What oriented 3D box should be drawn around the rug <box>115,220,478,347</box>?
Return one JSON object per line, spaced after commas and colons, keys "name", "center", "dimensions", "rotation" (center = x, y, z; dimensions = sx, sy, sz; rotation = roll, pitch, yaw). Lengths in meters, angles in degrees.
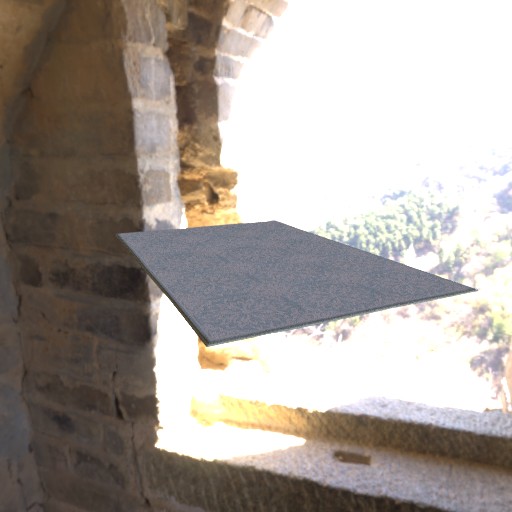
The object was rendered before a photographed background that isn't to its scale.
{"name": "rug", "center": [0.000, 0.000, 3.622], "dimensions": [1.819, 0.018, 2.746], "rotation": [-7, 16, -25]}
